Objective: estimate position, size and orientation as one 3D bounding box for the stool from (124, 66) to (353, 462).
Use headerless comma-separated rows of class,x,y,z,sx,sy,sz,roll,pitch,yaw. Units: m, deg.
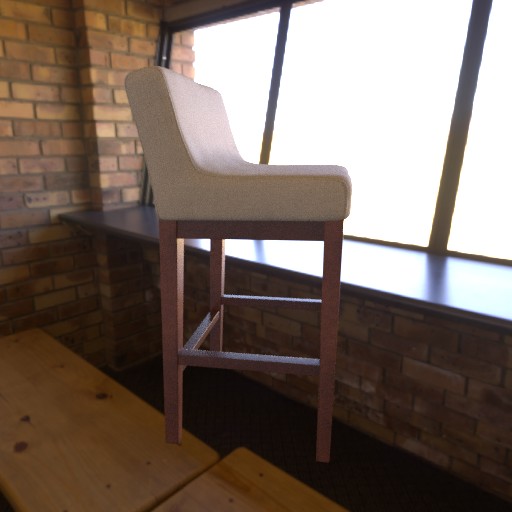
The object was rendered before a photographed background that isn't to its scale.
stool,0.000,0.000,1.240,0.500,0.937,0.511,3,15,10
